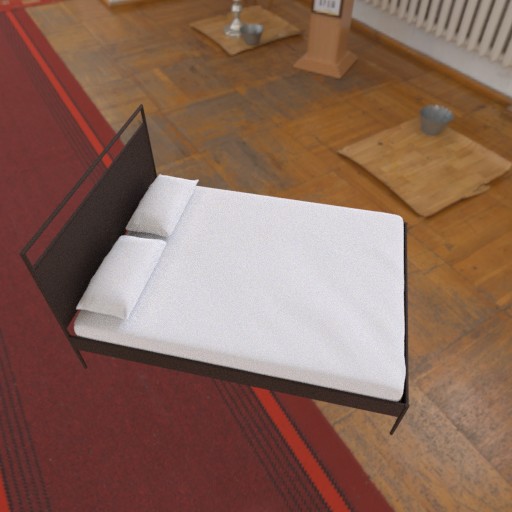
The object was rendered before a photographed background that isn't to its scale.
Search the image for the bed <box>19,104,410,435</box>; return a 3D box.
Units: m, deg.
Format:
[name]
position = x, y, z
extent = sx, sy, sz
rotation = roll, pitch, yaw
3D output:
[bed]
position = 0.000, 0.000, 3.040
extent = 2.122, 1.173, 1.572
rotation = 9, 48, 9
